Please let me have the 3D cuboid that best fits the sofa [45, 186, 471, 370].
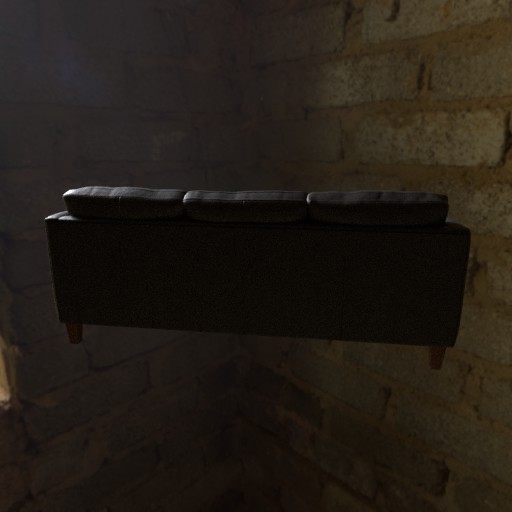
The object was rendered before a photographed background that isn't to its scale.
[{"bbox_3d":[0.000,0.000,3.060,2.464,1.006,1.045,2,15,8],"label":"sofa"}]
